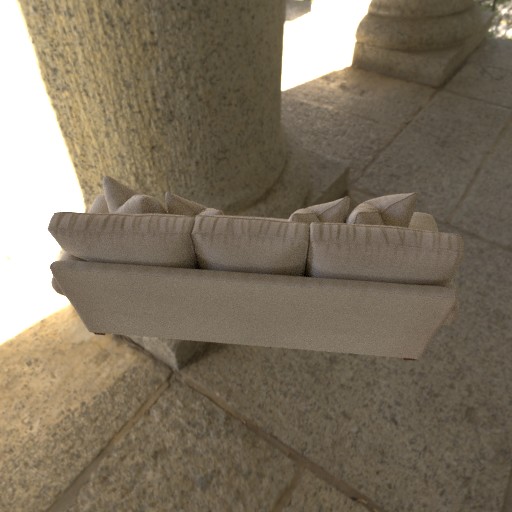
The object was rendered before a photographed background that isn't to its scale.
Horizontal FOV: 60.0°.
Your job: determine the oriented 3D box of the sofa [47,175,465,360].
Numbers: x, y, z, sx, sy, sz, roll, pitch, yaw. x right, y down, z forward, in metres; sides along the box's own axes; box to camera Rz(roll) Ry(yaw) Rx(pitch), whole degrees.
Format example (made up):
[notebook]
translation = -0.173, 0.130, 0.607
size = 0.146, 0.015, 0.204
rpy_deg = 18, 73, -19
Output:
[sofa]
translation = 0.000, 0.000, 2.824
size = 2.312, 0.975, 0.965
rpy_deg = 4, 45, 4
